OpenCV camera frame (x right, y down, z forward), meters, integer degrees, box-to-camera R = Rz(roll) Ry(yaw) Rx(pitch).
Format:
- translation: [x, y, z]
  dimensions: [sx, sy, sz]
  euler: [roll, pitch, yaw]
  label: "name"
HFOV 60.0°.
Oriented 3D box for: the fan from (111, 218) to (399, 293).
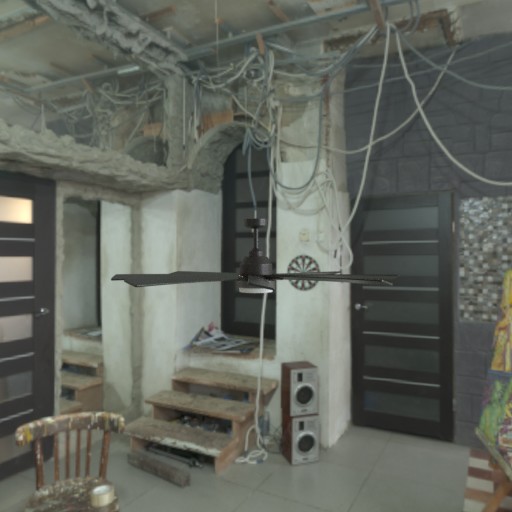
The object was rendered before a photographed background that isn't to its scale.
- translation: [0.000, 0.000, 2.864]
  dimensions: [1.830, 0.472, 1.830]
  euler: [0, 0, -2]
  label: "fan"
